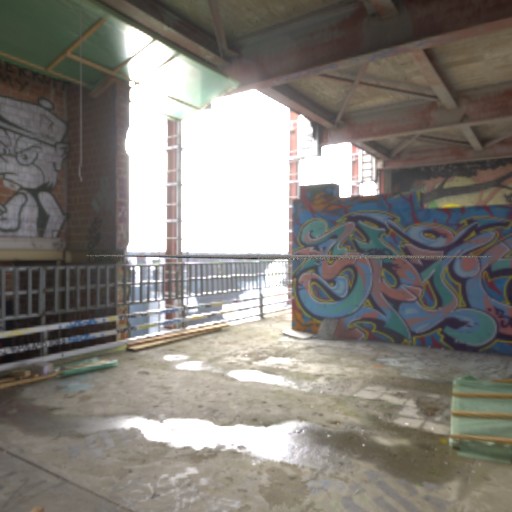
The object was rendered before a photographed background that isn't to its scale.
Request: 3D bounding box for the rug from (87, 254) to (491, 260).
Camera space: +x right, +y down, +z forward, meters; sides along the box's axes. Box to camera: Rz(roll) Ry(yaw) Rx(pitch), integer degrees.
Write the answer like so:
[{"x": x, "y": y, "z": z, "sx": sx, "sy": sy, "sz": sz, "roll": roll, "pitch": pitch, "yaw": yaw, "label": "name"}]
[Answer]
[{"x": 0.000, "y": 0.000, "z": 2.307, "sx": 1.220, "sy": 0.005, "sz": 1.828, "roll": 0, "pitch": 1, "yaw": -36, "label": "rug"}]
